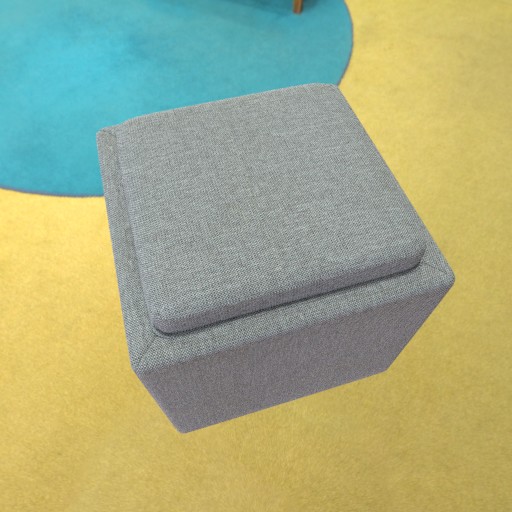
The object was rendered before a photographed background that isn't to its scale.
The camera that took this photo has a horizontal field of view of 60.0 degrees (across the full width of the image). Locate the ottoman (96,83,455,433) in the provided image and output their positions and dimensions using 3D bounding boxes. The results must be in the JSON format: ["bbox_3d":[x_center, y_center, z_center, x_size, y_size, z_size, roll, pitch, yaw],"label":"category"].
[{"bbox_3d":[0.000,0.000,0.825,0.450,0.460,0.450,-14,59,-9],"label":"ottoman"}]
